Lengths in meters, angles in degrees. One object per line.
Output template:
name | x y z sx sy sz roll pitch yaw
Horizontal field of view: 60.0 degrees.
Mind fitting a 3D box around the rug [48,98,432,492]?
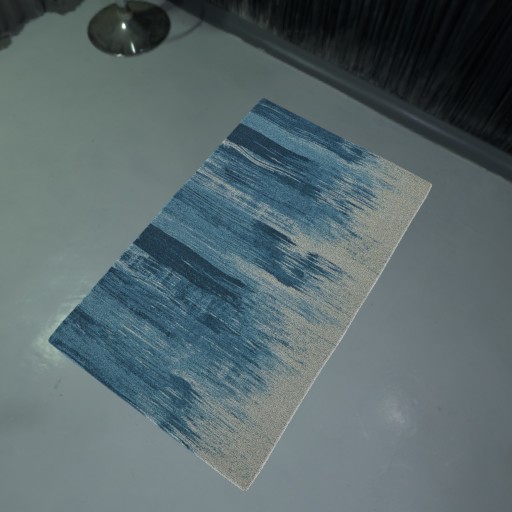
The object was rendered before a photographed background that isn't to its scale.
rug | 0.000 0.000 3.027 1.540 0.027 2.450 31 69 14
